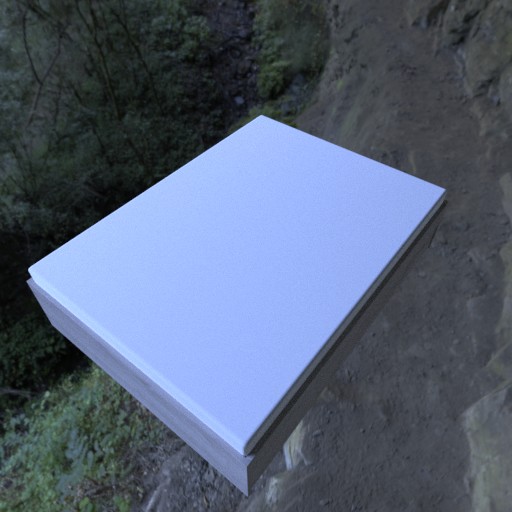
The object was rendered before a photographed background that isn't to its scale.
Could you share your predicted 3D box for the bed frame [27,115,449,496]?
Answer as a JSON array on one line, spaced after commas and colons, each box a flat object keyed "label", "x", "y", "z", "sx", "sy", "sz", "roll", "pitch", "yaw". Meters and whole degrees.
[{"label": "bed frame", "x": 0.000, "y": 0.000, "z": 2.583, "sx": 1.448, "sy": 0.490, "sz": 1.944, "roll": 30, "pitch": 54, "yaw": 25}]
